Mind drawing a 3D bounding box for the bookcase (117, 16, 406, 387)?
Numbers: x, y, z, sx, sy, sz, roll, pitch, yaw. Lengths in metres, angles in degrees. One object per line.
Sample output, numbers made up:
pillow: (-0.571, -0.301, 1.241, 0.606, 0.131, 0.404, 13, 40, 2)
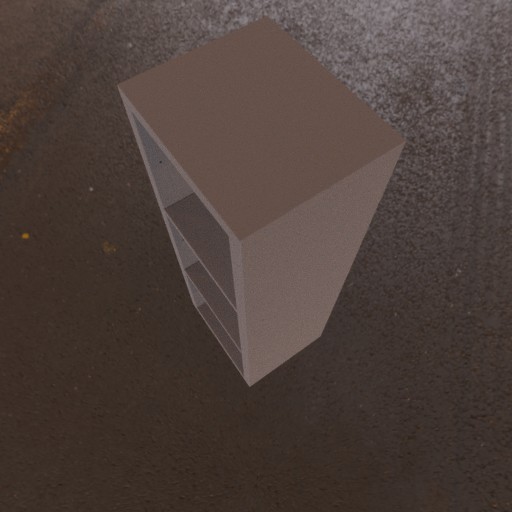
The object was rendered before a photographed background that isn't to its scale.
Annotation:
bookcase: (0.000, 0.000, 1.237, 0.330, 1.080, 0.390, -32, 67, -15)
